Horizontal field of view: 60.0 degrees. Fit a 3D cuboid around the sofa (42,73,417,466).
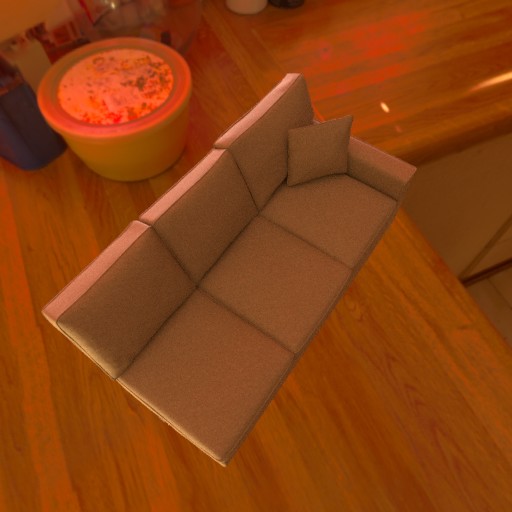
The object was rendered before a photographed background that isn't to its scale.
[{"bbox_3d":[0.000,0.000,2.527,1.034,0.946,1.963,32,64,17],"label":"sofa"}]
